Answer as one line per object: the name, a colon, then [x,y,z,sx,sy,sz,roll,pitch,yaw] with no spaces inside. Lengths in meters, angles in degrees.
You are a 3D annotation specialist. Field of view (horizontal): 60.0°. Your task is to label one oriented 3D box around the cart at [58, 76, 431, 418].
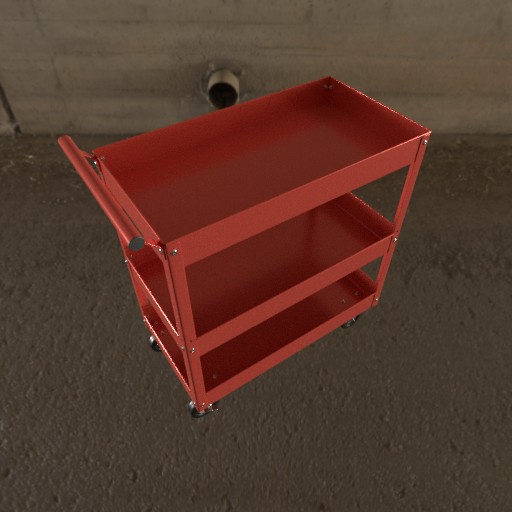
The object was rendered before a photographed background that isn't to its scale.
cart: [0.000,0.000,1.199,0.719,0.780,0.366,-26,51,-23]
